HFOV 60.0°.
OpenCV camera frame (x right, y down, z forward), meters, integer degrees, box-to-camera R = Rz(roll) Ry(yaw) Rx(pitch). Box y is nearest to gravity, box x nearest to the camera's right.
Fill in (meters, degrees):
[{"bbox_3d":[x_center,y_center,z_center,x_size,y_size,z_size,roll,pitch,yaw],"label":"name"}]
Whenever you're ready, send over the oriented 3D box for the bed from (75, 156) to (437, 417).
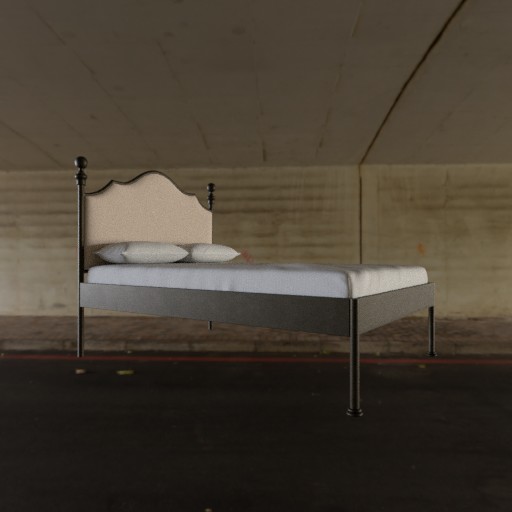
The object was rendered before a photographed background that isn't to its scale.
[{"bbox_3d":[0.000,0.000,3.218,2.170,1.462,1.533,0,0,35],"label":"bed"}]
